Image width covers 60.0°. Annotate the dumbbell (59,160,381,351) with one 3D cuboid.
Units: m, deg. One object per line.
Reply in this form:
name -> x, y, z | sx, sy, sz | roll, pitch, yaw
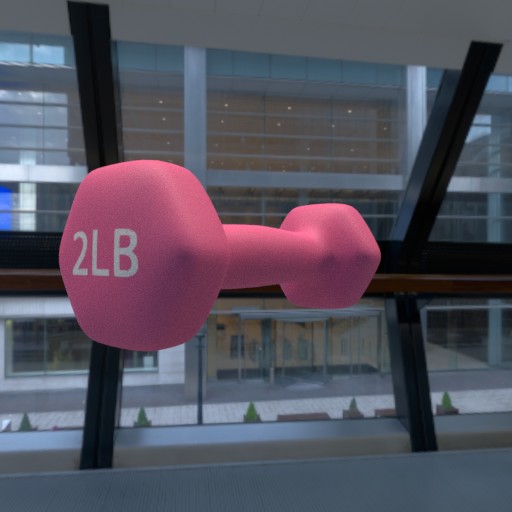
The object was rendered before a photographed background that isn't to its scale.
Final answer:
dumbbell -> 0.000, 0.000, 0.177 | 0.058, 0.053, 0.146 | 0, 0, 36
